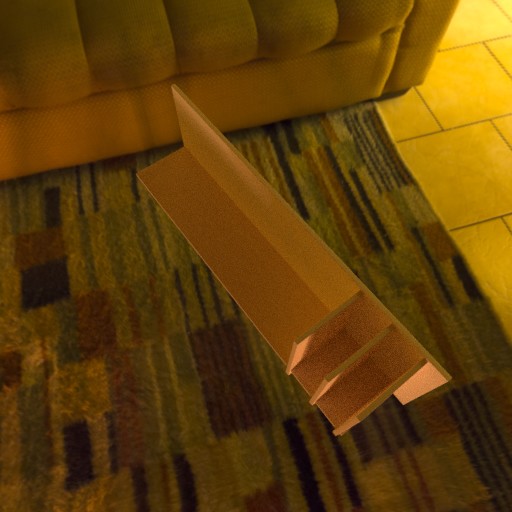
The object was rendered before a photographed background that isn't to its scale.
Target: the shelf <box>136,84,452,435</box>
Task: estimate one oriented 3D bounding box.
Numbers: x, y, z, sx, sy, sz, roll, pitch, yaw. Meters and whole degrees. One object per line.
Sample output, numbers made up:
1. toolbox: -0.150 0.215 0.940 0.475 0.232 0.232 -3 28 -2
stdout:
1. shelf: 0.000 0.000 1.166 0.200 0.300 1.020 -34 68 -16
